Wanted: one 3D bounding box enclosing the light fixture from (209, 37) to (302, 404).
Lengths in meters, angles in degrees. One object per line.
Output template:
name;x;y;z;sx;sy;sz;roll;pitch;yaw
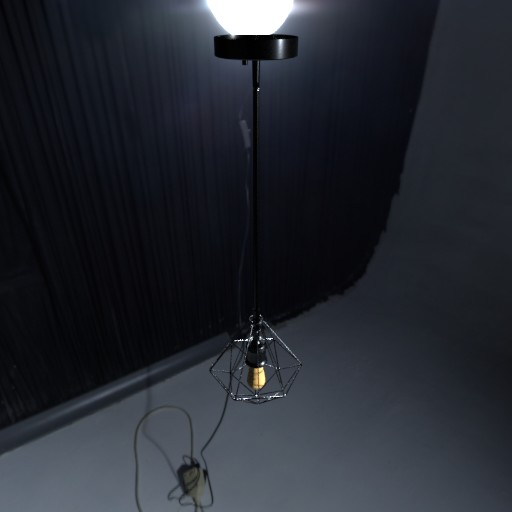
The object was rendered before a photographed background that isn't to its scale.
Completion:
light fixture;0.000;0.000;1.984;0.431;1.764;0.487;-20;35;-30
